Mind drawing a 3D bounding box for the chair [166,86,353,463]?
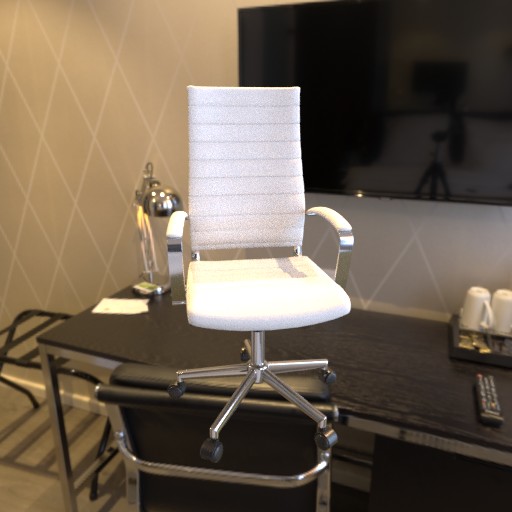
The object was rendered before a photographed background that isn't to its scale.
[{"bbox_3d":[0.000,0.000,1.554,0.679,1.149,0.679,-3,18,-8],"label":"chair"}]
